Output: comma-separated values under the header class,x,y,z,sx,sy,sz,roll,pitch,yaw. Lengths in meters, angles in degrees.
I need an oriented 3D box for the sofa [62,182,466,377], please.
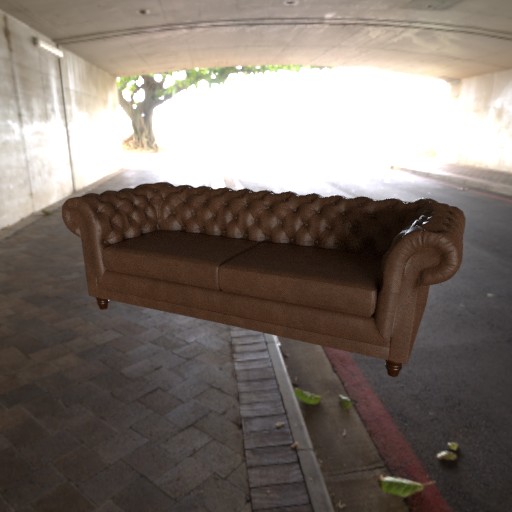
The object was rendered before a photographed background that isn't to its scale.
class,x,y,z,sx,sy,sz,roll,pitch,yaw
sofa,0.000,0.000,2.838,2.385,0.783,0.944,8,18,25
